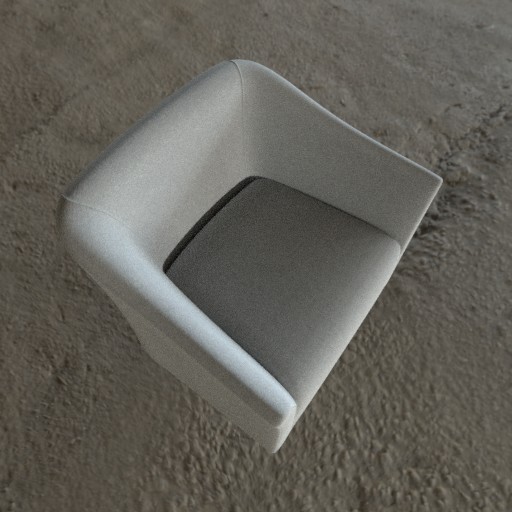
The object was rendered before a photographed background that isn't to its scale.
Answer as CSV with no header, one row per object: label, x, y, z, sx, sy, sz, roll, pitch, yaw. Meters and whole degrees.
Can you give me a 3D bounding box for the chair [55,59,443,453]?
chair,0.000,0.000,1.310,0.700,0.720,0.790,32,64,18
